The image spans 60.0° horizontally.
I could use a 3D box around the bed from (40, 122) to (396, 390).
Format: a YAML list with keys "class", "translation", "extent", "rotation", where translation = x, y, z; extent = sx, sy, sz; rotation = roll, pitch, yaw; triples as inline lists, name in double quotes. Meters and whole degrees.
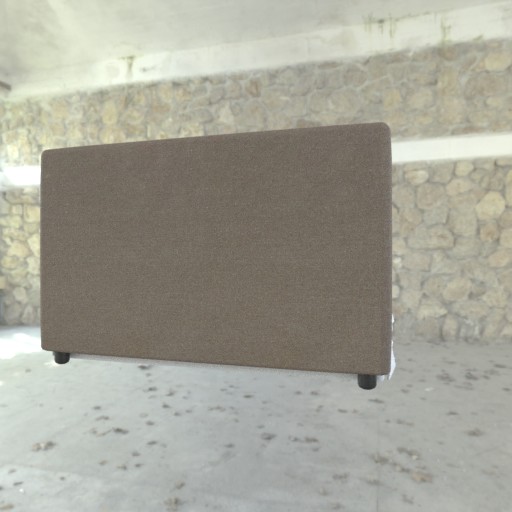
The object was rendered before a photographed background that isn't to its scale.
- class: "bed"
  translation: [0.000, 0.000, 3.500]
  extent: [2.119, 1.317, 2.341]
  rotation: [0, 0, 16]
